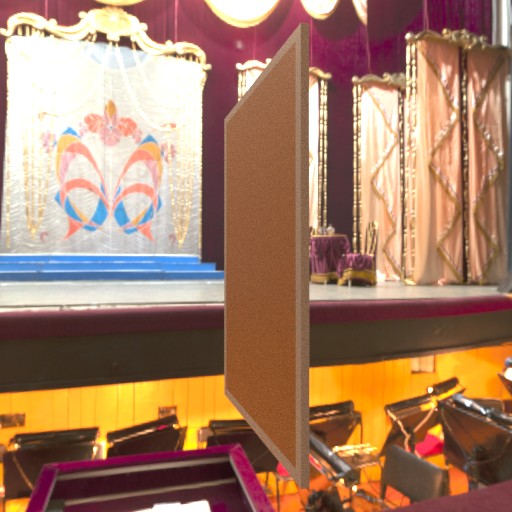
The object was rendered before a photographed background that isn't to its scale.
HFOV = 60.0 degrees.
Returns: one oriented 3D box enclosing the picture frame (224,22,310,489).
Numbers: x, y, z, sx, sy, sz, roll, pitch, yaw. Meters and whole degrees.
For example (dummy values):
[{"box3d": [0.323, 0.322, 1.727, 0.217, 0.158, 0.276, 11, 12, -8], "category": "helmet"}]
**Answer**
[{"box3d": [0.000, 0.000, 0.844, 0.013, 0.657, 0.457, 0, 0, -18], "category": "picture frame"}]
